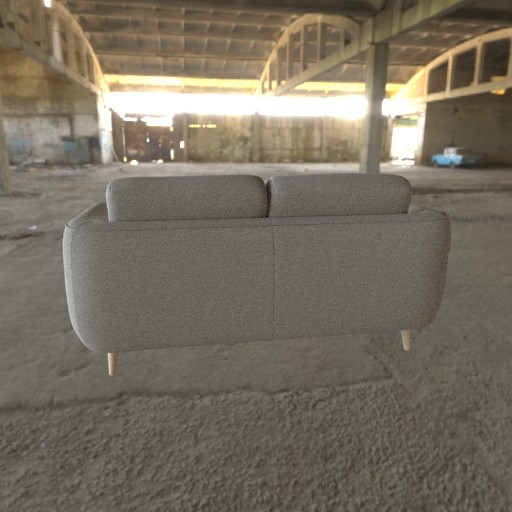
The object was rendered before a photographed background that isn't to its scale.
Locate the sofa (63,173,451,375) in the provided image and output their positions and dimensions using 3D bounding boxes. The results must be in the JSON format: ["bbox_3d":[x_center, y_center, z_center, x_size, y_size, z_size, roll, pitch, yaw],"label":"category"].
[{"bbox_3d":[0.000,0.000,2.245,1.700,0.850,0.920,-2,14,-10],"label":"sofa"}]
